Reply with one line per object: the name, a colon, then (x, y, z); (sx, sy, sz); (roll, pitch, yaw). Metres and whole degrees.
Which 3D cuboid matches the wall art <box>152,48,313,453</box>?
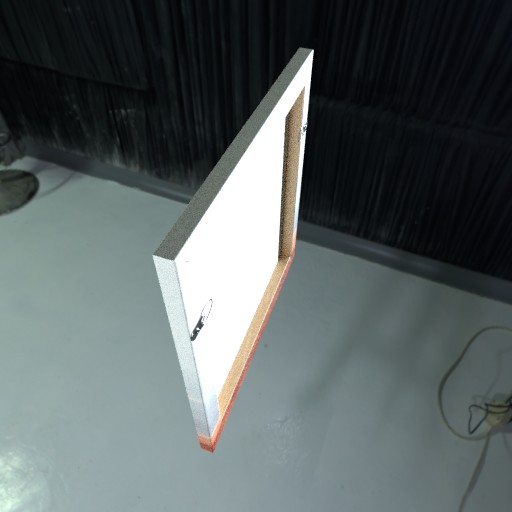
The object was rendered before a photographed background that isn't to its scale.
wall art: (0.000, 0.000, 1.147); (0.042, 0.760, 0.760); (15, 49, 13)
